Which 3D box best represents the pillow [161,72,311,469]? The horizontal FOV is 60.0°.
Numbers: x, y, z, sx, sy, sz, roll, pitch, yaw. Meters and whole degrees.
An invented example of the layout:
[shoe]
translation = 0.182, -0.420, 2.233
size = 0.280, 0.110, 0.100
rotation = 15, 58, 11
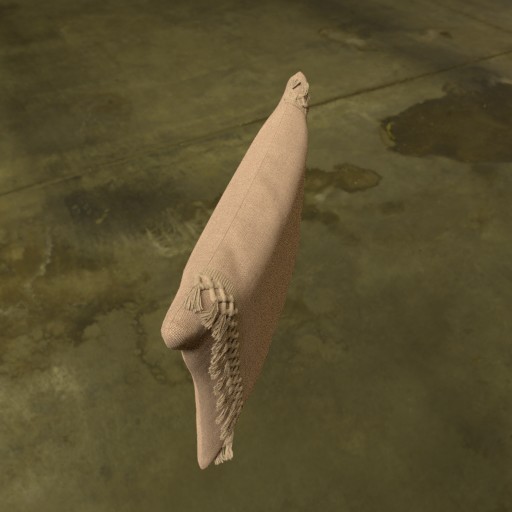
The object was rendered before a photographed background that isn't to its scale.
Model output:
[pillow]
translation = 0.000, 0.000, 0.587
size = 0.084, 0.305, 0.466
rotation = 12, 48, 11
